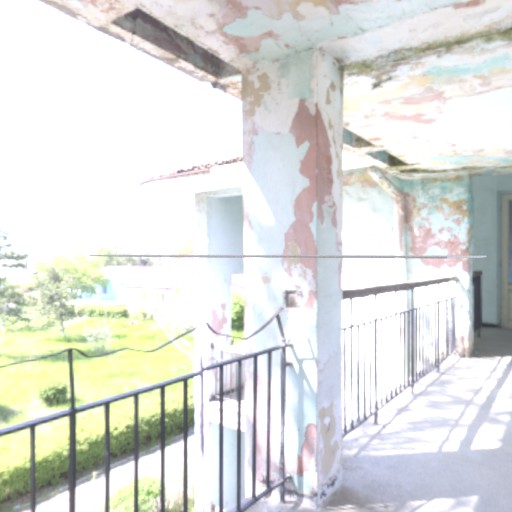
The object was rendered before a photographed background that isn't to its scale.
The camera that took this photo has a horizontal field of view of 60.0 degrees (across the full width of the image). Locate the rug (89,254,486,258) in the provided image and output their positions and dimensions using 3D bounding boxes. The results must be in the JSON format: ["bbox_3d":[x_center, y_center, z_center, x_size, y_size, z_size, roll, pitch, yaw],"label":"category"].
[{"bbox_3d":[0.000,0.000,2.748,2.442,0.016,0.770,0,0,38],"label":"rug"}]
